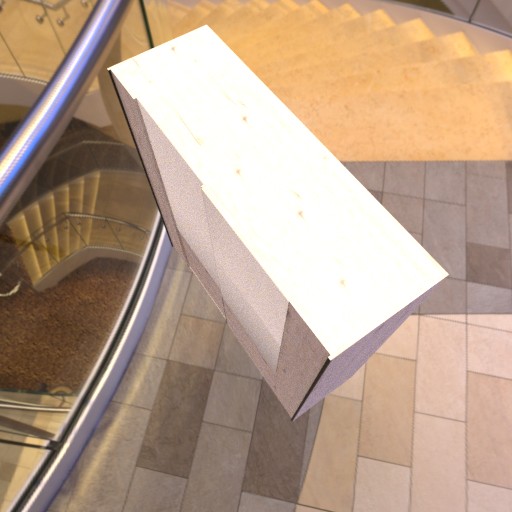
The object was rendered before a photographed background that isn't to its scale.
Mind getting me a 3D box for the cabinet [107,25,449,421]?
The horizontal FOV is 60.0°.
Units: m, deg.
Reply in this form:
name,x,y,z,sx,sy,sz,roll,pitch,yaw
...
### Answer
name,x,y,z,sx,sy,sz,roll,pitch,yaw
cabinet,0.000,0.000,3.189,0.660,2.180,2.000,-32,68,-15
